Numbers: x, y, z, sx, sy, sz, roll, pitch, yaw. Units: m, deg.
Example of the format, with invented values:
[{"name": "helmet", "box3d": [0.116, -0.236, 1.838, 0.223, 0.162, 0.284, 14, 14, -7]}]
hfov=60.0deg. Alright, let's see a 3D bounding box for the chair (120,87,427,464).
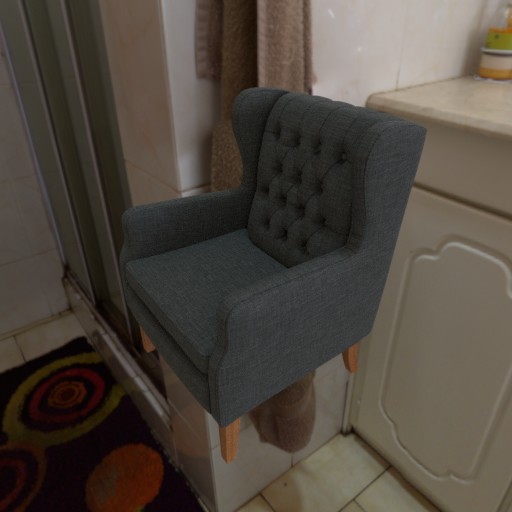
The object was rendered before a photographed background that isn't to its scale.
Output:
[{"name": "chair", "box3d": [0.000, 0.000, 1.506, 0.775, 0.953, 0.711, -20, 37, -30]}]
